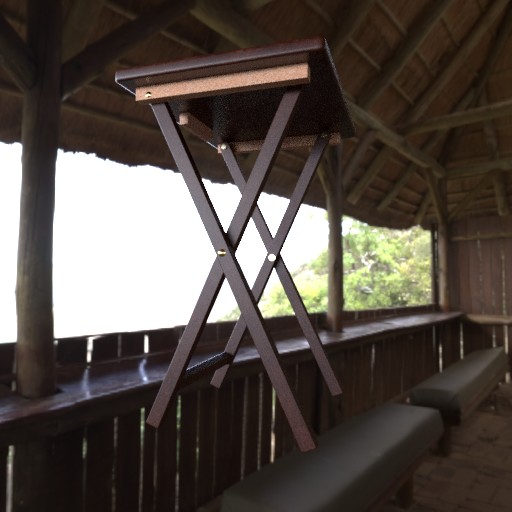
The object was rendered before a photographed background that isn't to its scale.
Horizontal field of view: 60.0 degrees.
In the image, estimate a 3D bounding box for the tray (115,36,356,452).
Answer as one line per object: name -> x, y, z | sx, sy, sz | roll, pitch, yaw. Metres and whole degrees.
tray -> 0.000, 0.000, 0.955 | 0.381, 0.660, 0.483 | -1, -2, 18
